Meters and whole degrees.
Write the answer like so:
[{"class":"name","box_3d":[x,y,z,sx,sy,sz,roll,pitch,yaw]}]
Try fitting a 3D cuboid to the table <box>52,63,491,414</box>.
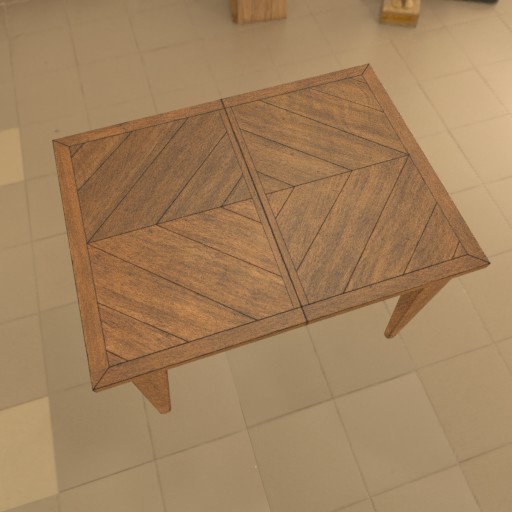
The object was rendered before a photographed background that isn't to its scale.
[{"class":"table","box_3d":[0.000,0.000,1.571,1.027,0.760,0.757,-16,66,-8]}]
